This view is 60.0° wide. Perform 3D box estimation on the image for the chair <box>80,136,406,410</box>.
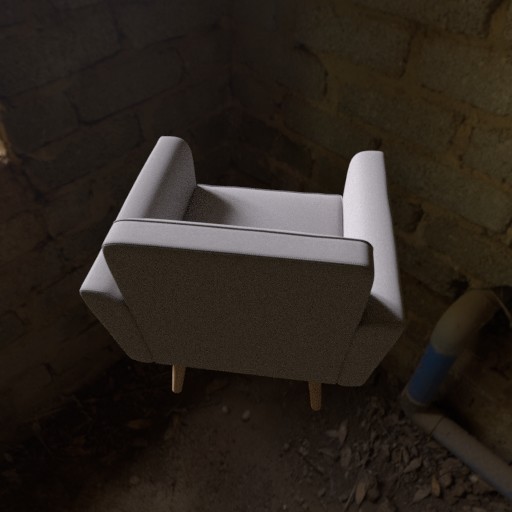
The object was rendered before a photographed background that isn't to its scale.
[{"bbox_3d":[0.000,0.000,1.401,0.780,0.780,0.750,5,46,5],"label":"chair"}]
